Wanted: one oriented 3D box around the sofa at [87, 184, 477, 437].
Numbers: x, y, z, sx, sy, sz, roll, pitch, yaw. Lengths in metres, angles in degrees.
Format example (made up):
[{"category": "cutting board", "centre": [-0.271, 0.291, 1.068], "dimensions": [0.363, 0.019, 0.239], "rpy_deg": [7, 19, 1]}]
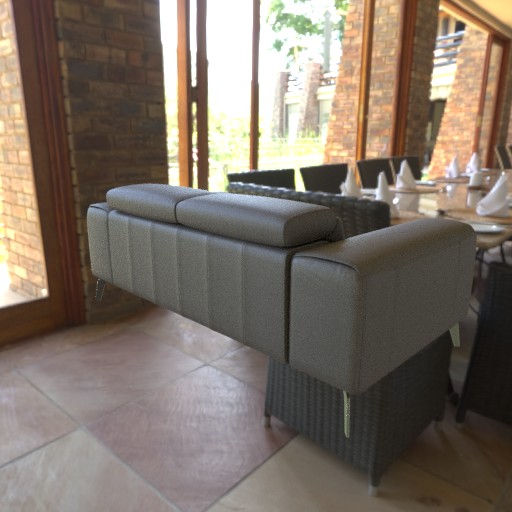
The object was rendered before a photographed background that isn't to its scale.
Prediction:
[{"category": "sofa", "centre": [0.000, 0.000, 2.408], "dimensions": [1.930, 0.753, 1.024], "rpy_deg": [14, 21, 43]}]
